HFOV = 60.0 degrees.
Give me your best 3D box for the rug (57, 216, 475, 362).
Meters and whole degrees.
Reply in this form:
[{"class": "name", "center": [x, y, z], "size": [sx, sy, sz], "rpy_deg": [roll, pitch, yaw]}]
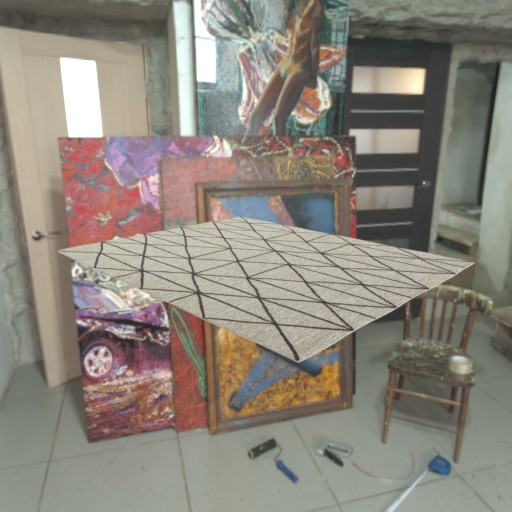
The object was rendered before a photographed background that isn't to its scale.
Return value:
[{"class": "rug", "center": [0.000, 0.000, 4.109], "size": [3.061, 0.022, 2.468], "rpy_deg": [15, 22, 43]}]
